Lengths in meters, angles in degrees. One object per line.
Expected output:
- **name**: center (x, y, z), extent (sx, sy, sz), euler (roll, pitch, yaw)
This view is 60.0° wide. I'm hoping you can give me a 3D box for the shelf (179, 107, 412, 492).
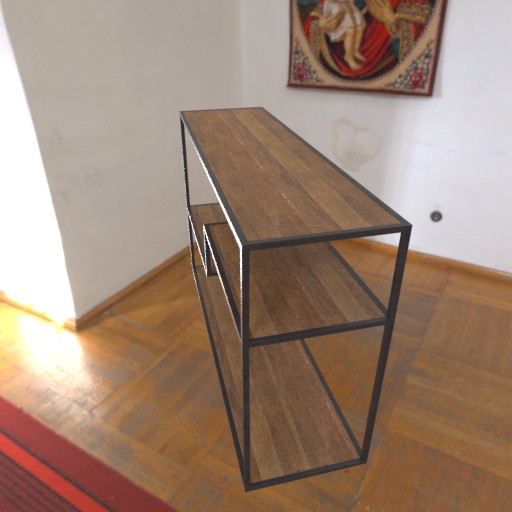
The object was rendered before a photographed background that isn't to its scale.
- **shelf**: center (0.000, 0.000, 1.557), extent (0.361, 0.765, 1.201), euler (-7, 31, -12)
